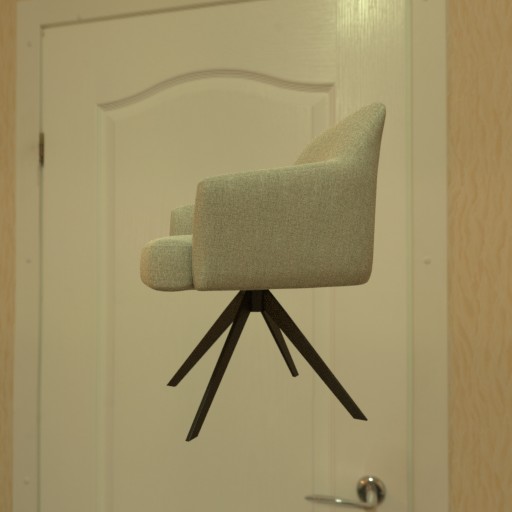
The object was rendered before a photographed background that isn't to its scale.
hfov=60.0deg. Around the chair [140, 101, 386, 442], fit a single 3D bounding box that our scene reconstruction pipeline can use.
[{"bbox_3d":[0.000,0.000,1.346,0.677,0.874,0.642,0,-1,-17],"label":"chair"}]
